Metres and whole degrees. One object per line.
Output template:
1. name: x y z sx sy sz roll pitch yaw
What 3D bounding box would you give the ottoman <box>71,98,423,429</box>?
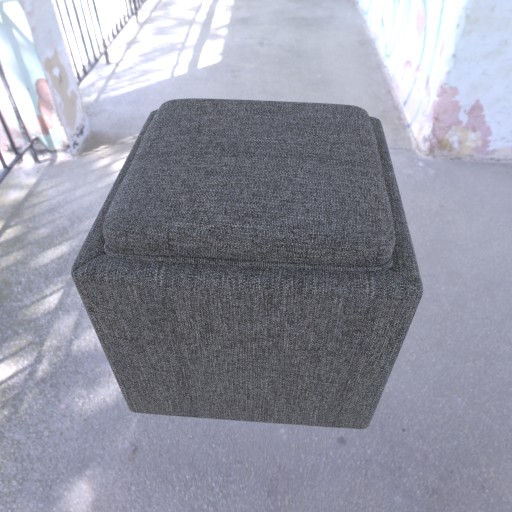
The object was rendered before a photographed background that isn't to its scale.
1. ottoman: 0.000 0.000 0.824 0.450 0.460 0.450 3 45 3
